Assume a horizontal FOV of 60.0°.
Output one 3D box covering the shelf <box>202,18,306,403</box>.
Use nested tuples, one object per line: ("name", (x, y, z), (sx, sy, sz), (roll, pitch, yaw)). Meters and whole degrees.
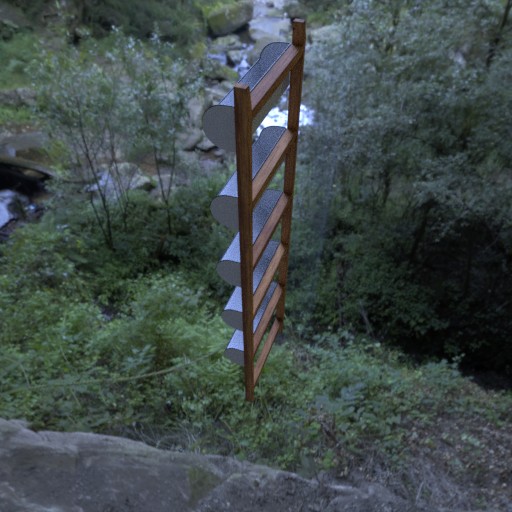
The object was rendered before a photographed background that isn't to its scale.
("shelf", (0.000, 0.000, 1.738), (0.141, 1.600, 0.454), (16, 49, 14))
